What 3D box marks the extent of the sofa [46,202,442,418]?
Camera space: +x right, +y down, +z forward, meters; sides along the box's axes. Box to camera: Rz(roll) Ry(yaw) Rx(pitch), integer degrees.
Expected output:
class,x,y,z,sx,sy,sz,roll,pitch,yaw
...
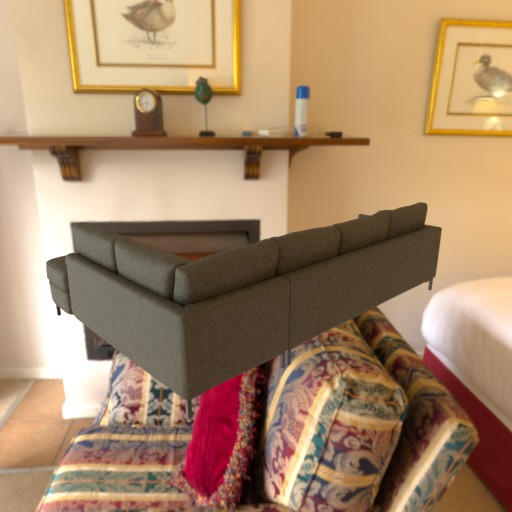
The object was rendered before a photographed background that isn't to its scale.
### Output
class,x,y,z,sx,sy,sz,roll,pitch,yaw
sofa,0.000,0.000,3.932,2.972,0.858,1.984,-15,23,-41
